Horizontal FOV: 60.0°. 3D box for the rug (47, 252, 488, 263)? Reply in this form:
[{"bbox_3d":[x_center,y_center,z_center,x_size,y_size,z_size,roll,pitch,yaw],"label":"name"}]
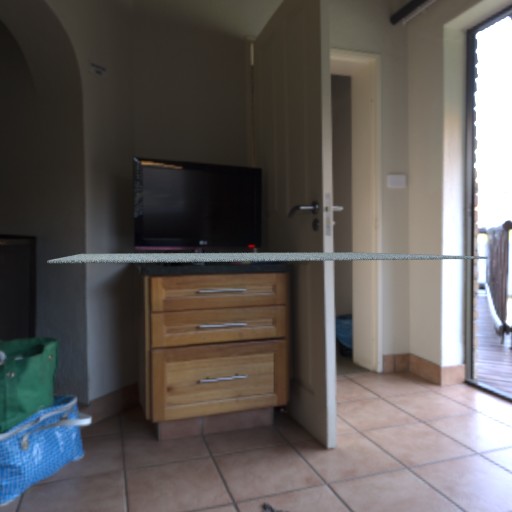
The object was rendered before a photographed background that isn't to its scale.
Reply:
[{"bbox_3d":[0.000,0.000,2.914,2.283,0.013,1.547,0,1,-17],"label":"rug"}]
